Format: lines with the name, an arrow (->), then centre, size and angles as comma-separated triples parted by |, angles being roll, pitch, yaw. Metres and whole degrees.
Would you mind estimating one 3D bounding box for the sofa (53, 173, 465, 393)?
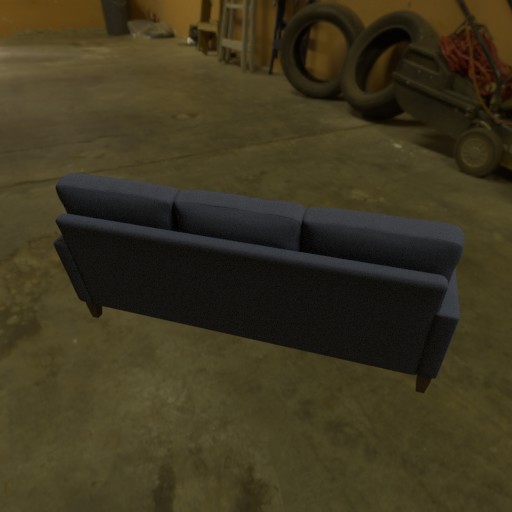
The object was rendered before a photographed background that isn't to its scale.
sofa -> 0.000, 0.000, 2.574 | 2.115, 0.984, 0.888 | 10, 34, 15
